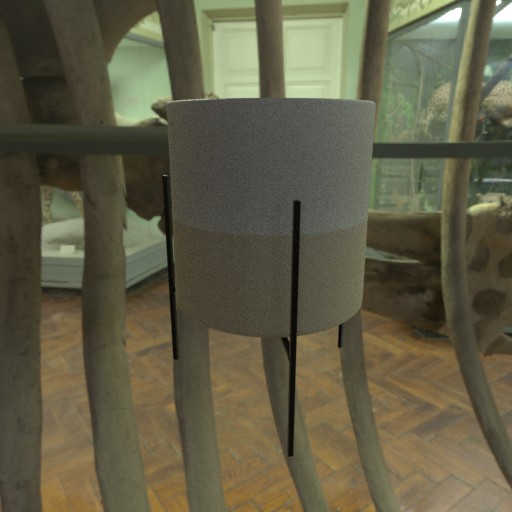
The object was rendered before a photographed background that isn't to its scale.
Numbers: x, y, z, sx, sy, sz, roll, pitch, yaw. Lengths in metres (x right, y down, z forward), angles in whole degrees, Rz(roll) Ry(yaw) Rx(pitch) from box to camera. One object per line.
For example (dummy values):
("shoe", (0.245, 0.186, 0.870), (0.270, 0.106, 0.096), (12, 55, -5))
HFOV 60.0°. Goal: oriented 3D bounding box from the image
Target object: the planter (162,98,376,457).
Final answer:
("planter", (0.000, 0.000, 0.552), (0.267, 0.362, 0.263), (3, 17, 10))
